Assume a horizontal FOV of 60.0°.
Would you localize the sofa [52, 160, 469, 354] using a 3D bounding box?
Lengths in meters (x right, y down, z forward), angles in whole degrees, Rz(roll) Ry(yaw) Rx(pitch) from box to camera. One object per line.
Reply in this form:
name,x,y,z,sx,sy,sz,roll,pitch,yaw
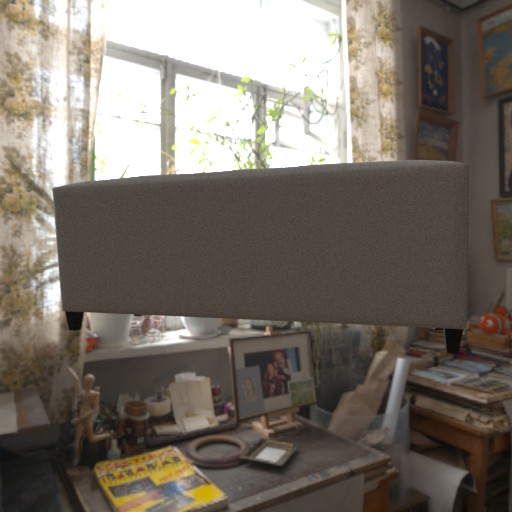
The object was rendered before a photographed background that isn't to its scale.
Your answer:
sofa,0.000,0.000,2.683,2.235,0.901,0.914,0,0,18
